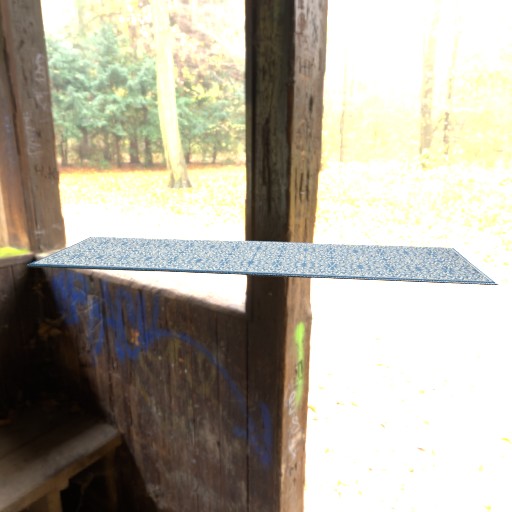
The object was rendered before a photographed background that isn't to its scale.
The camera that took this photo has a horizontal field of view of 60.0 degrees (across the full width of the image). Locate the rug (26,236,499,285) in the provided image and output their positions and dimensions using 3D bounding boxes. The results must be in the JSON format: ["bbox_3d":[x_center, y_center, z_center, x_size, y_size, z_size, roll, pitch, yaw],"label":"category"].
[{"bbox_3d":[0.000,0.000,2.356,2.196,0.011,0.662,2,15,7],"label":"rug"}]
